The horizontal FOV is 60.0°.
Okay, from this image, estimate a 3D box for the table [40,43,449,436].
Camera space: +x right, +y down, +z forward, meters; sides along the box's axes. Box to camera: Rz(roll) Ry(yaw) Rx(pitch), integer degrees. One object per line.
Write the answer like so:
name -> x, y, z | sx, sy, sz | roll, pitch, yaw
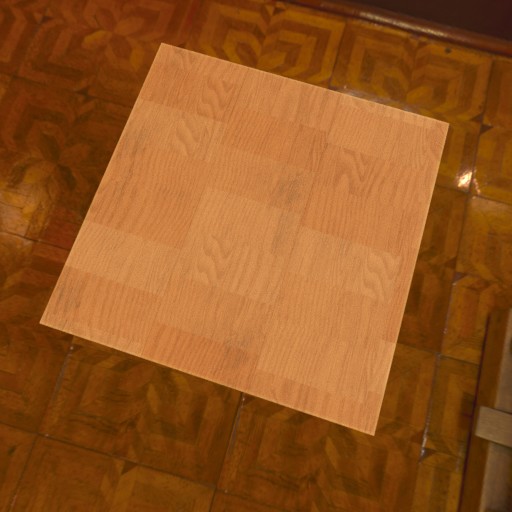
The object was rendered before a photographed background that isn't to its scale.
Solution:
table -> 0.000, 0.000, 1.375 | 0.747, 0.738, 0.747 | 17, 77, 4
